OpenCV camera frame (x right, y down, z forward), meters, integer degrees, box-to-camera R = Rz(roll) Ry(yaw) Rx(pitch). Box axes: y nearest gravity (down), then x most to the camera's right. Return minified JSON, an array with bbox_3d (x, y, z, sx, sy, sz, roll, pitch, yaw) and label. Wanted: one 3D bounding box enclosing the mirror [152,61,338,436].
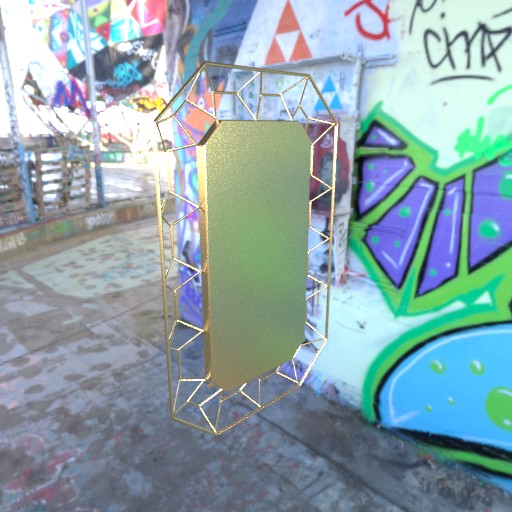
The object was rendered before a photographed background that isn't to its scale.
[{"bbox_3d":[0.000,0.000,1.112,0.572,0.870,0.051,-15,22,-42],"label":"mirror"}]
